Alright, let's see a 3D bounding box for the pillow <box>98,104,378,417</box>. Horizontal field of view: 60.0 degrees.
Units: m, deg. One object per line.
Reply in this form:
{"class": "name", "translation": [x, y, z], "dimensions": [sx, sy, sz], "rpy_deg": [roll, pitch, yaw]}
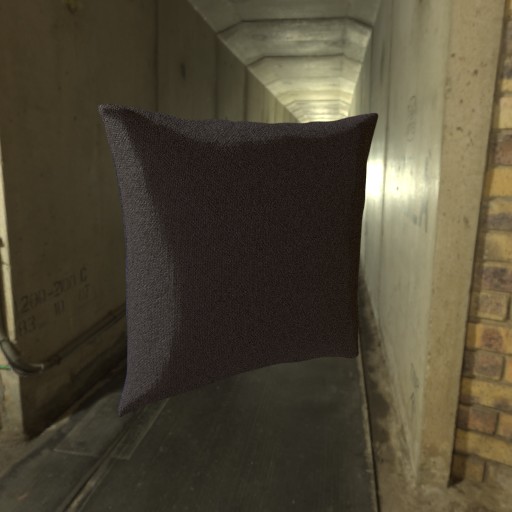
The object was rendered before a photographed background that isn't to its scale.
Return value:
{"class": "pillow", "translation": [0.000, 0.000, 0.693], "dimensions": [0.452, 0.439, 0.204], "rpy_deg": [-7, 16, -27]}
